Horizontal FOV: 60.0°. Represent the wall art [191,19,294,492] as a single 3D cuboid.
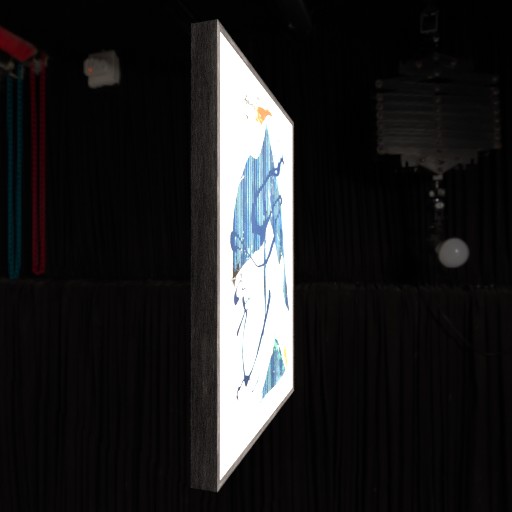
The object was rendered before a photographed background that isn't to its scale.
[{"bbox_3d":[0.000,0.000,1.326,0.063,1.016,0.762,0,0,17],"label":"wall art"}]
